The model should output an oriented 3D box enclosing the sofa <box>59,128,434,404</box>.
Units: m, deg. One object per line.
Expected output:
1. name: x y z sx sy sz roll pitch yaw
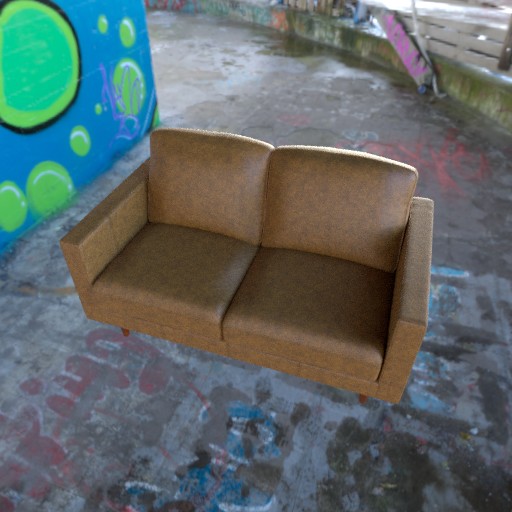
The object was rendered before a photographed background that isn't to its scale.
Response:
1. sofa: 0.000 0.000 2.210 1.578 0.951 0.909 12 42 14
